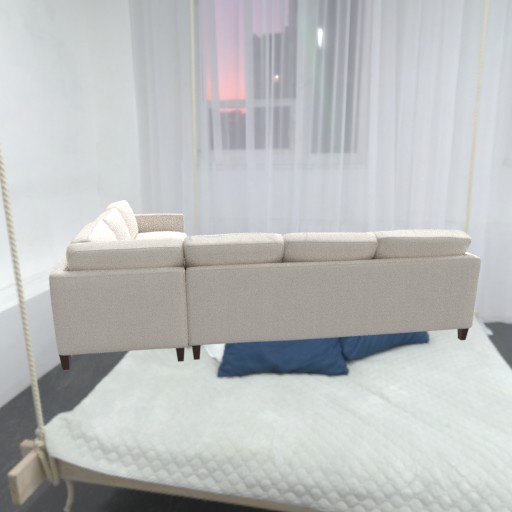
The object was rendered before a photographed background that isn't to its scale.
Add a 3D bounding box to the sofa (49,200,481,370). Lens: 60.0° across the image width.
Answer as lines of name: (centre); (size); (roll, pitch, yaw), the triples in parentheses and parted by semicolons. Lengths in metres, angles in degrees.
sofa: (0.000, 0.000, 4.531); (3.302, 0.947, 2.593); (-2, 15, -9)
